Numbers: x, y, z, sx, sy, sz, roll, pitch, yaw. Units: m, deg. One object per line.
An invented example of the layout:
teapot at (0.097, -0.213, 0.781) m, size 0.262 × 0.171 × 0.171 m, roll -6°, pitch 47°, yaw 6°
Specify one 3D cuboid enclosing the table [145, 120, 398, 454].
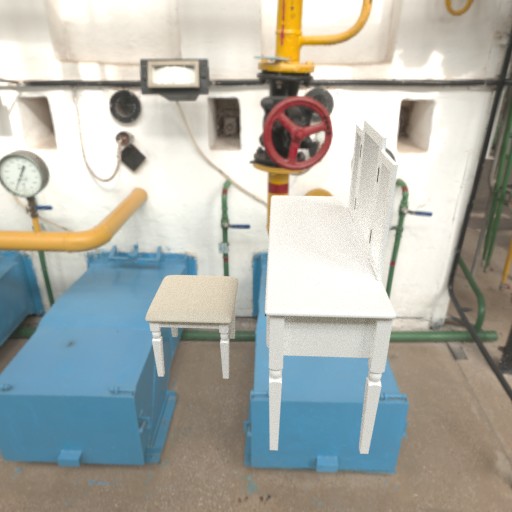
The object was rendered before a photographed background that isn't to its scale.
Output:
table at (0.000, 0.000, 2.305) m, size 1.115 × 1.310 × 1.369 m, roll 1°, pitch 26°, yaw 2°
